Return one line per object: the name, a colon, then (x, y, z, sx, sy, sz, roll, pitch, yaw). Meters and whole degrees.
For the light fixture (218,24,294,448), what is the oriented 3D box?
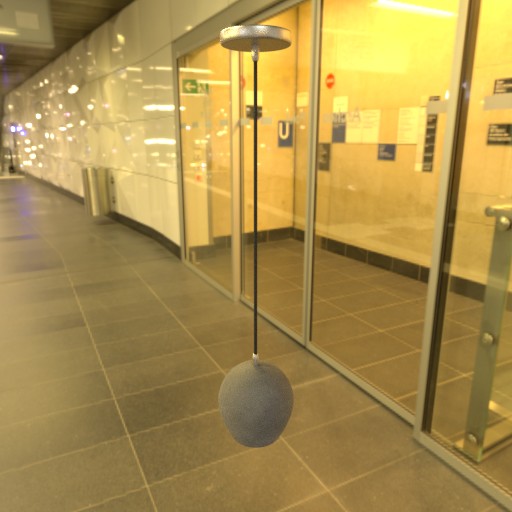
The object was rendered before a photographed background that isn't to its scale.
light fixture: (0.000, 0.000, 0.829, 0.153, 0.760, 0.153, 13, 20, 41)
